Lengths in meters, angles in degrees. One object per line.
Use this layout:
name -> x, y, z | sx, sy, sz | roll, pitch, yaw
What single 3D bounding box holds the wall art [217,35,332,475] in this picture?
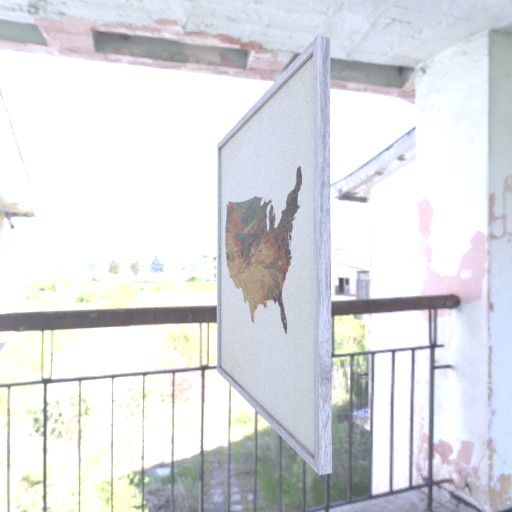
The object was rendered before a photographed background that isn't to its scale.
wall art -> 0.000, 0.000, 0.753 | 0.016, 0.507, 0.508 | 0, -1, -18
